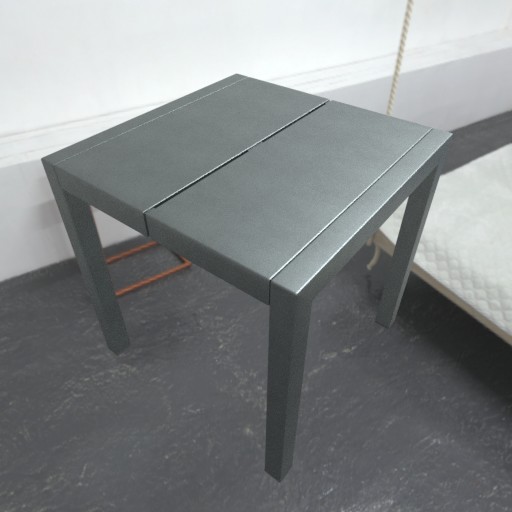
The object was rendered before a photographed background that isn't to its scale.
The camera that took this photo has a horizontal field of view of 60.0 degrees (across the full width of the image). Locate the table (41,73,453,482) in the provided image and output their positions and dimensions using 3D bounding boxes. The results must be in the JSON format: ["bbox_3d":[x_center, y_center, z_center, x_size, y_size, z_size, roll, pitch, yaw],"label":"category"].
[{"bbox_3d":[0.000,0.000,0.929,0.508,0.508,0.508,27,48,27],"label":"table"}]
